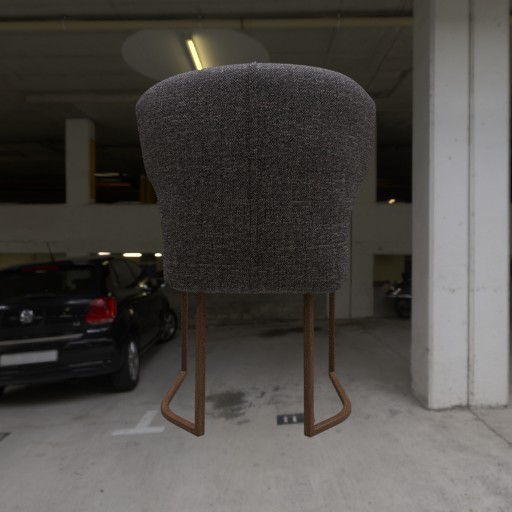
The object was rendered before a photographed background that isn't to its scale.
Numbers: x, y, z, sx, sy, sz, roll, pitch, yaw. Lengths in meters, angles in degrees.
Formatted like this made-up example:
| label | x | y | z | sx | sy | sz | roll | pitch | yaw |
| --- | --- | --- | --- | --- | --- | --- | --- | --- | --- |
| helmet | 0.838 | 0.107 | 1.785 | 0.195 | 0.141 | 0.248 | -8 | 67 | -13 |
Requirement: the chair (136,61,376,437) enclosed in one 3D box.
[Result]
| label | x | y | z | sx | sy | sz | roll | pitch | yaw |
| --- | --- | --- | --- | --- | --- | --- | --- | --- | --- |
| chair | 0.000 | 0.000 | 1.212 | 0.611 | 0.824 | 0.617 | 0 | 1 | 1 |
